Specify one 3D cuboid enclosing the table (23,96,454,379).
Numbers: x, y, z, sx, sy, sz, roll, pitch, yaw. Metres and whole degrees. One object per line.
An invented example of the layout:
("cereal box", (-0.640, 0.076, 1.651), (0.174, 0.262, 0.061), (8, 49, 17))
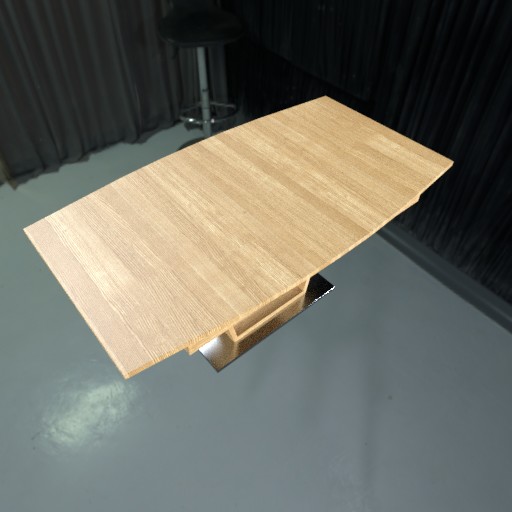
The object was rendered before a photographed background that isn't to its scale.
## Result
("table", (0.000, 0.000, 2.056), (1.598, 0.748, 0.900), (-31, 54, -26))
